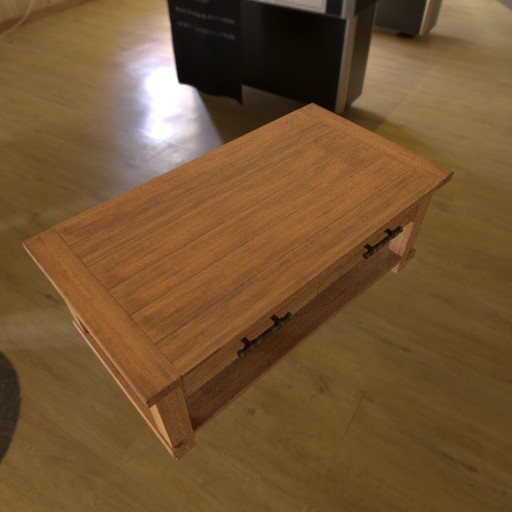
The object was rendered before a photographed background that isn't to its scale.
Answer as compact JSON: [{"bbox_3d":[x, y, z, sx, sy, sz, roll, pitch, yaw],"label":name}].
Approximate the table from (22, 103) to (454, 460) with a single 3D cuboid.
[{"bbox_3d":[0.000,0.000,1.616,1.270,0.494,0.693,-33,55,-28],"label":"table"}]
